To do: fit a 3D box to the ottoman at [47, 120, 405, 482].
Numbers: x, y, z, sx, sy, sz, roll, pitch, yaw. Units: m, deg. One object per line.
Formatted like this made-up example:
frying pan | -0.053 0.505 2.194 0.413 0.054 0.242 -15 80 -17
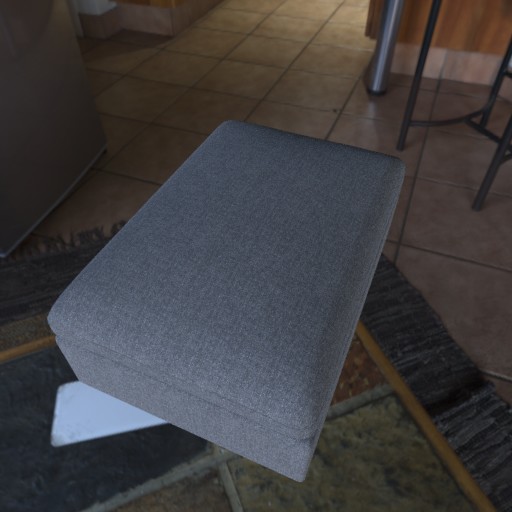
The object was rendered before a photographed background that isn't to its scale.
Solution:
ottoman | 0.000 0.000 1.404 0.711 0.483 1.041 18 49 16
